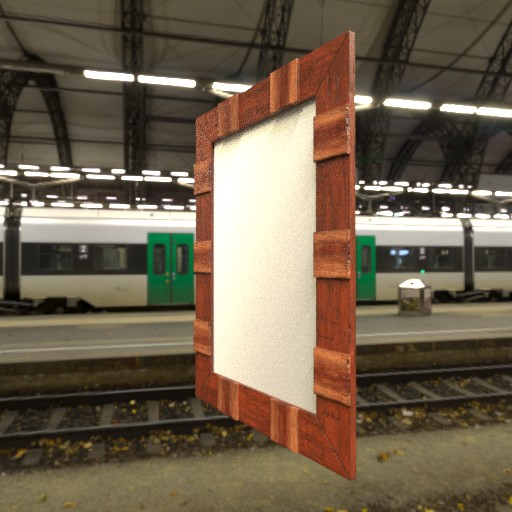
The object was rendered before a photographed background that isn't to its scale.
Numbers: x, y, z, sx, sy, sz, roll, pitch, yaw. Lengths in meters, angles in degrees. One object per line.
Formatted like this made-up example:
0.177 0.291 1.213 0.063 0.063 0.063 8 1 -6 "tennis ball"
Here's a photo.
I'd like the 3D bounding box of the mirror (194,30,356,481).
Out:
0.000 0.000 1.039 0.021 0.805 0.600 1 -1 -35 "mirror"
